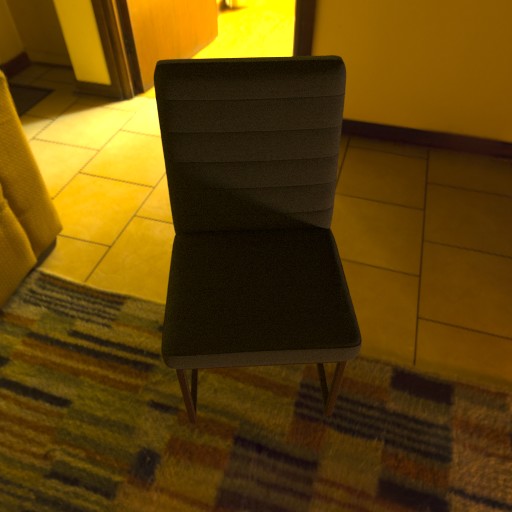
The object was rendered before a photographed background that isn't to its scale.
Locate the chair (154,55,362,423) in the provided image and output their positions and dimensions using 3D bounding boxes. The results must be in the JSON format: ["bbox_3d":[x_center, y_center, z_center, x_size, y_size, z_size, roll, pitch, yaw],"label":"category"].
[{"bbox_3d":[0.000,0.000,1.314,0.520,0.930,0.634,-2,47,-2],"label":"chair"}]
